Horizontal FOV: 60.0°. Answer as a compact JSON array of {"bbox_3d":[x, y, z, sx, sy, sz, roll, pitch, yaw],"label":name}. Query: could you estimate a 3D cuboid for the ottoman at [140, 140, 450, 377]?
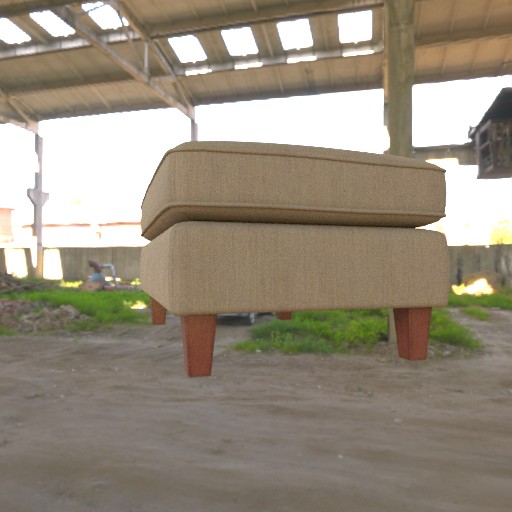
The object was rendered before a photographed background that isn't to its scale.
[{"bbox_3d":[0.000,0.000,1.315,0.636,0.480,0.941,0,-2,-18],"label":"ottoman"}]
